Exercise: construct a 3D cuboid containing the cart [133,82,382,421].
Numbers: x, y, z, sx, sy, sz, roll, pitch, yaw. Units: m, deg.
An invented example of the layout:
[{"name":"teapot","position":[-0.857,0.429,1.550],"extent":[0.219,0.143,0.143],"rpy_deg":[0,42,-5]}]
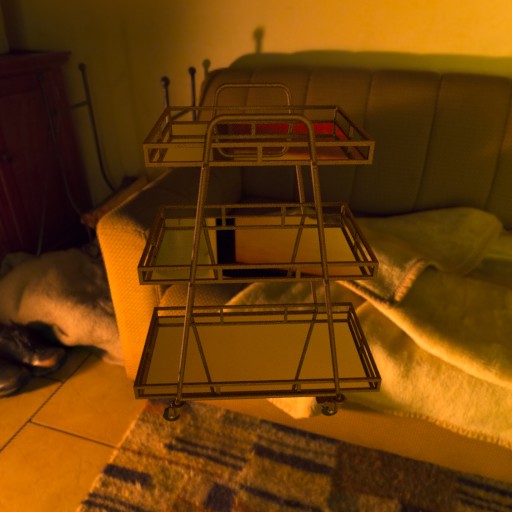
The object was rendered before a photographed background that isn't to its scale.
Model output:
[{"name":"cart","position":[0.000,0.000,1.278],"extent":[0.711,0.883,0.441],"rpy_deg":[-1,30,-2]}]
